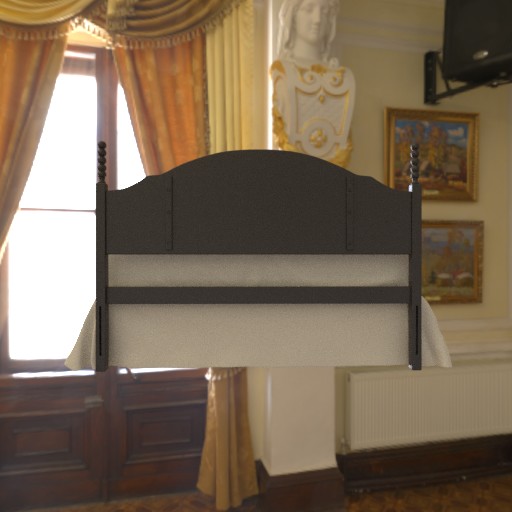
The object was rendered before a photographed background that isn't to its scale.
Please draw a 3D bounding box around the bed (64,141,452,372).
[{"bbox_3d":[0.000,0.000,3.698,2.322,1.355,2.219,0,0,-1],"label":"bed"}]
